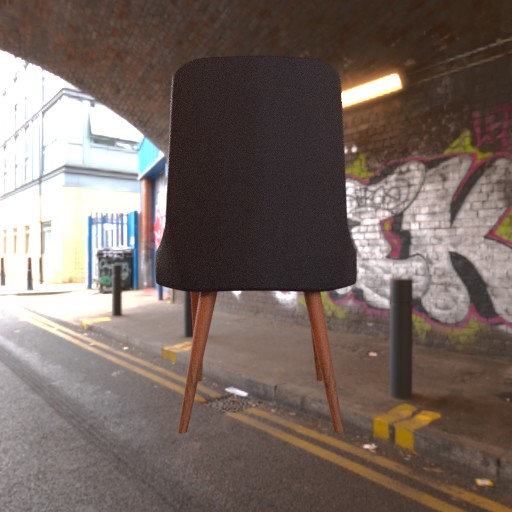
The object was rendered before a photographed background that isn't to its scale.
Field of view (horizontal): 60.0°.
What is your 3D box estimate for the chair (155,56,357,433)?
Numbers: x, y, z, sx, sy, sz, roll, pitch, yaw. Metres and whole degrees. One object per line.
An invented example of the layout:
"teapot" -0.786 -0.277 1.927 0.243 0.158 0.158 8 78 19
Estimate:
"chair" 0.000 0.000 1.178 0.504 0.820 0.567 0 0 0
